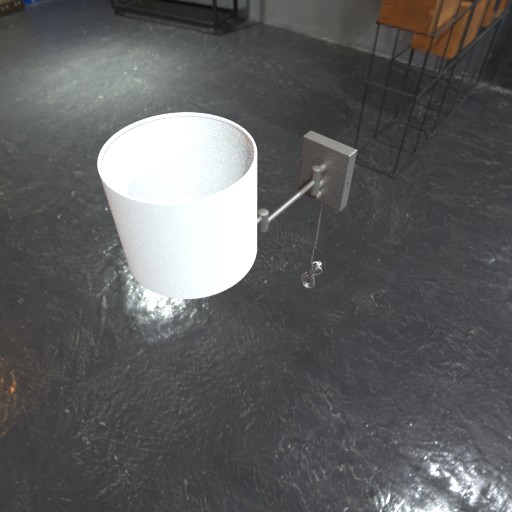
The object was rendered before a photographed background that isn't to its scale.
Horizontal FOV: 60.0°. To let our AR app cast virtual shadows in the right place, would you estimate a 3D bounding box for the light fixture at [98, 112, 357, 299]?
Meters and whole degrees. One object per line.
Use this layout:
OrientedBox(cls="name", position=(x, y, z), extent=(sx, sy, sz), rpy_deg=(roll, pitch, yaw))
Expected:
OrientedBox(cls="light fixture", position=(0.000, 0.000, 0.892), extent=(0.203, 0.651, 0.516), rpy_deg=(31, 54, 26))
